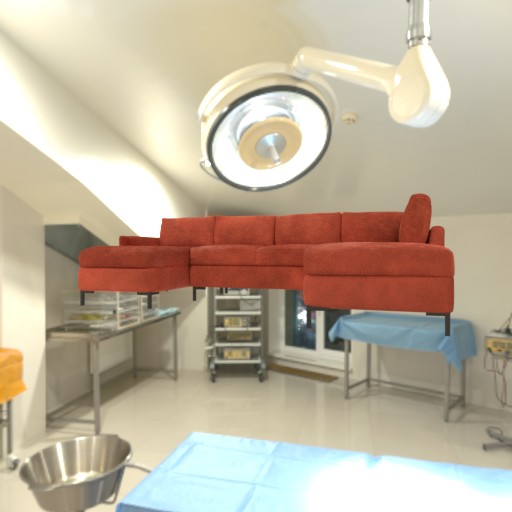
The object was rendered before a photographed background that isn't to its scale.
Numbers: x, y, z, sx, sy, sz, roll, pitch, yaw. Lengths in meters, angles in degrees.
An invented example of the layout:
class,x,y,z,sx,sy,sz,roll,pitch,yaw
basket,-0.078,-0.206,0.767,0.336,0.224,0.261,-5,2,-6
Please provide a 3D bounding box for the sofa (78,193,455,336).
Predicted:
class,x,y,z,sx,sy,sz,roll,pitch,yaw
sofa,0.000,0.000,3.812,2.971,0.858,1.981,0,1,19
